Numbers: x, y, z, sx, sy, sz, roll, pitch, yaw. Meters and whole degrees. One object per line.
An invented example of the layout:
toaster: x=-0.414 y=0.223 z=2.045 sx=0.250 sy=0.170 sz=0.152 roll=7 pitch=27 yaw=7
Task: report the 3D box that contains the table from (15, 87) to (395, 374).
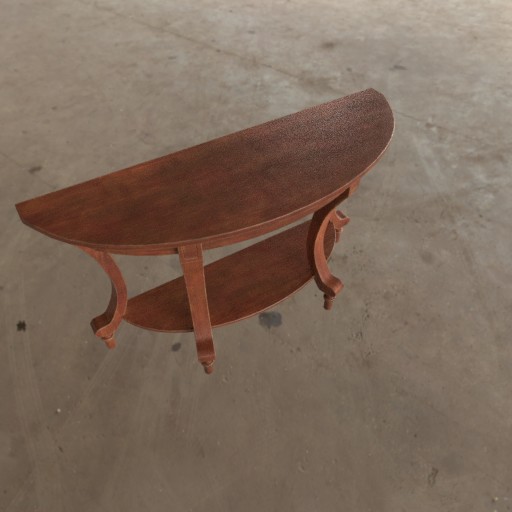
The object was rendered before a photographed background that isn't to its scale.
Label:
table: x=0.000 y=0.000 z=1.480 sx=1.198 sy=0.699 sz=0.394 roll=-24 pitch=52 yaw=-21
